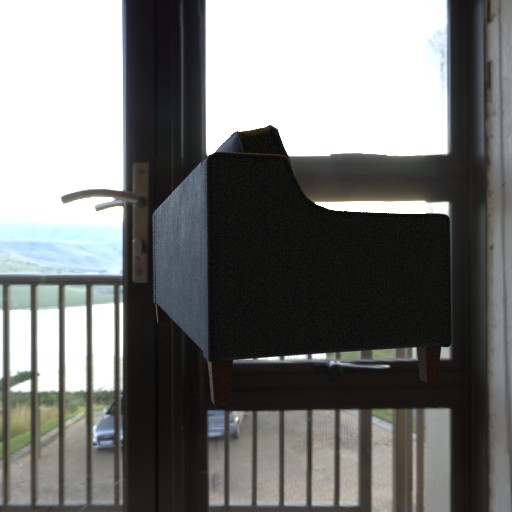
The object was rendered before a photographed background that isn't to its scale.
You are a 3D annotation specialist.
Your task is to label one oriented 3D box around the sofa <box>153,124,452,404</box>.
[{"bbox_3d":[0.000,0.000,2.734,1.066,1.071,2.178,0,0,-18],"label":"sofa"}]
